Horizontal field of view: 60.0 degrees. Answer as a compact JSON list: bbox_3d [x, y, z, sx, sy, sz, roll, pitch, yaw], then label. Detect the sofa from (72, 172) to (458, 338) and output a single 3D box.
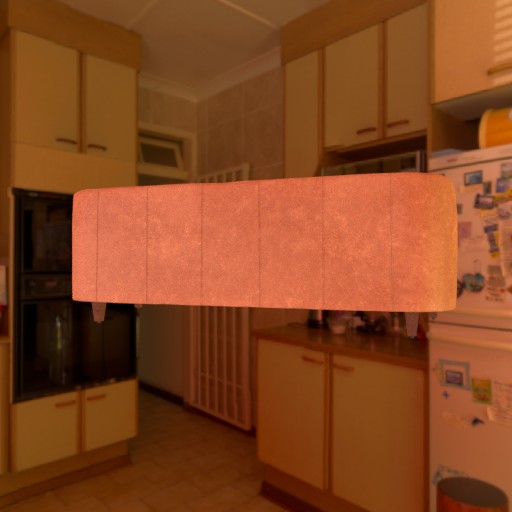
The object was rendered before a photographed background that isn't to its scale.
[{"bbox_3d":[0.000,0.000,2.710,2.257,0.791,0.922,0,0,17],"label":"sofa"}]
